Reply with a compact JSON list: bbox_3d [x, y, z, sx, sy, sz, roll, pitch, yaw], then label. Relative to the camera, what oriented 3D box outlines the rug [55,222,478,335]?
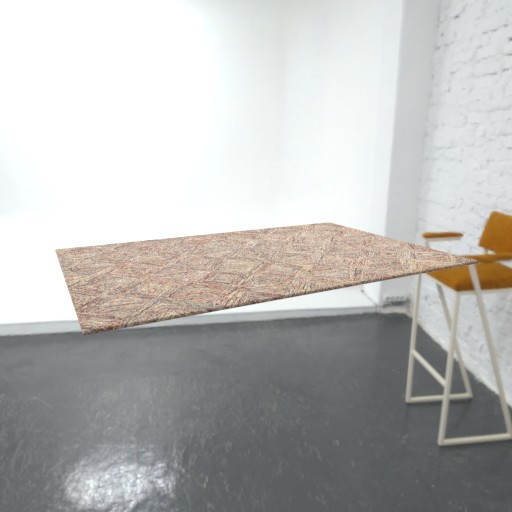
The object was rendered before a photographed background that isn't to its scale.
[{"bbox_3d":[0.000,0.000,2.864,2.285,0.019,1.523,-7,16,-26],"label":"rug"}]
